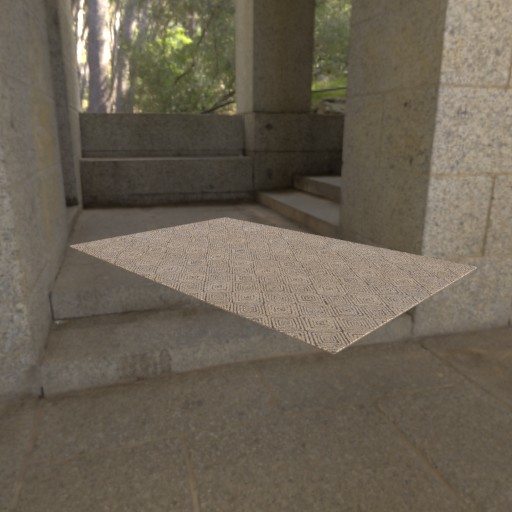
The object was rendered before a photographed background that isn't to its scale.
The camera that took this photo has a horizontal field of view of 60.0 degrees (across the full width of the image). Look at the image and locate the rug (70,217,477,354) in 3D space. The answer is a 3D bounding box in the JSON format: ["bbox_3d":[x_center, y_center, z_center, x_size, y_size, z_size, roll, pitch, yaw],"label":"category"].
[{"bbox_3d":[0.000,0.000,2.292,1.783,0.008,1.175,15,22,42],"label":"rug"}]
